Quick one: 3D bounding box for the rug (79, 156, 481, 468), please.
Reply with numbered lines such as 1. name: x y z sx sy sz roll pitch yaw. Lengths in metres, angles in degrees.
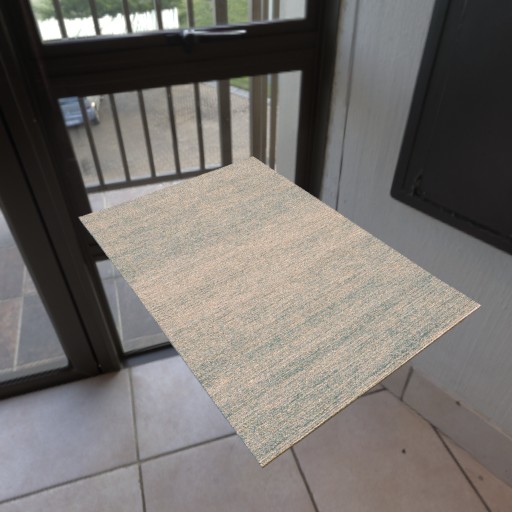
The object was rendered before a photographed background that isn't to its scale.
1. rug: 0.000 0.000 2.956 1.613 0.030 2.306 -25 46 -27
